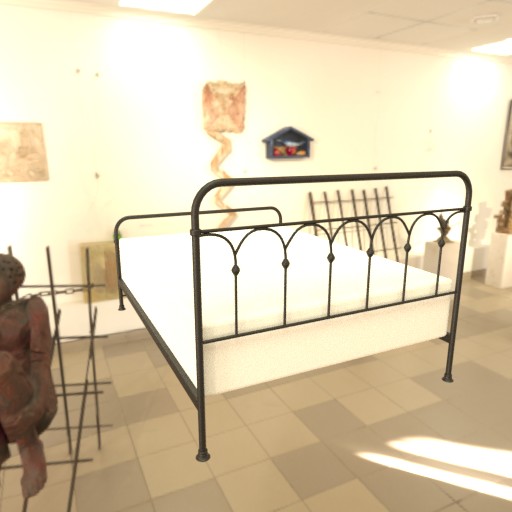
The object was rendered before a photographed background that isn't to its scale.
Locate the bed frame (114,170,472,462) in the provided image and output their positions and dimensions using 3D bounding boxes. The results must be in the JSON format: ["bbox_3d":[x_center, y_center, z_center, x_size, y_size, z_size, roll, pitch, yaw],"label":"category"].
[{"bbox_3d":[0.000,0.000,3.178,1.664,1.276,2.203,-7,16,-25],"label":"bed frame"}]
